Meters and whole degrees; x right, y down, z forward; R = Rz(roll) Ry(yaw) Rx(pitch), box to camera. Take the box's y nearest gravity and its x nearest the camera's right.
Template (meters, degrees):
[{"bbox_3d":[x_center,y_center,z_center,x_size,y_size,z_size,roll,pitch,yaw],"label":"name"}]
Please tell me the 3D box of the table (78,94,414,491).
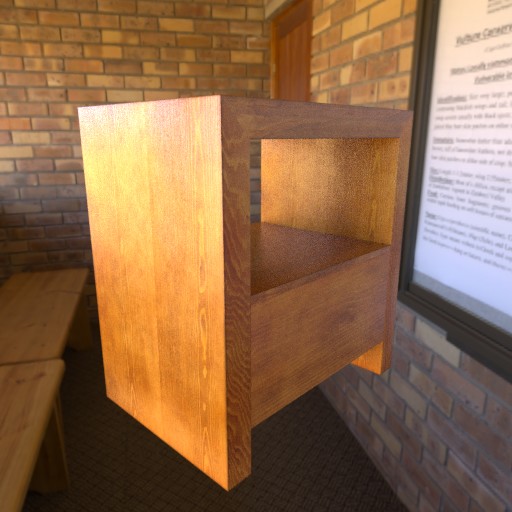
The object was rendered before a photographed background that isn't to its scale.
[{"bbox_3d":[0.000,0.000,0.961,0.400,0.605,0.550,14,21,42],"label":"table"}]
